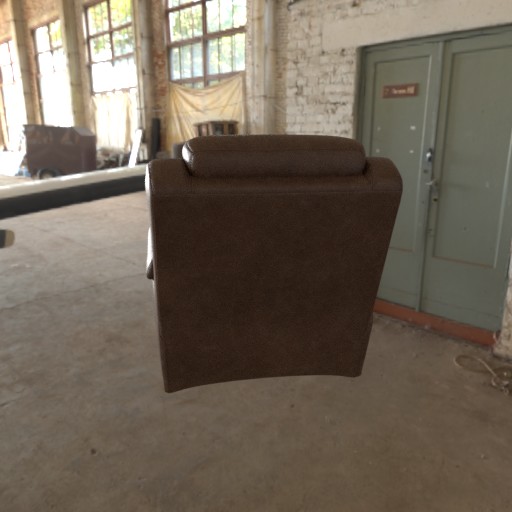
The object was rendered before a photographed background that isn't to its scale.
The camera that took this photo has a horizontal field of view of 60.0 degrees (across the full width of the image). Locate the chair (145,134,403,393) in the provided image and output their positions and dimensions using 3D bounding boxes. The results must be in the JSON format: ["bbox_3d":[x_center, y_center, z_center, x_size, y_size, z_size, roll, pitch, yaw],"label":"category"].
[{"bbox_3d":[0.000,0.000,1.876,0.940,0.990,1.067,-2,15,-9],"label":"chair"}]
